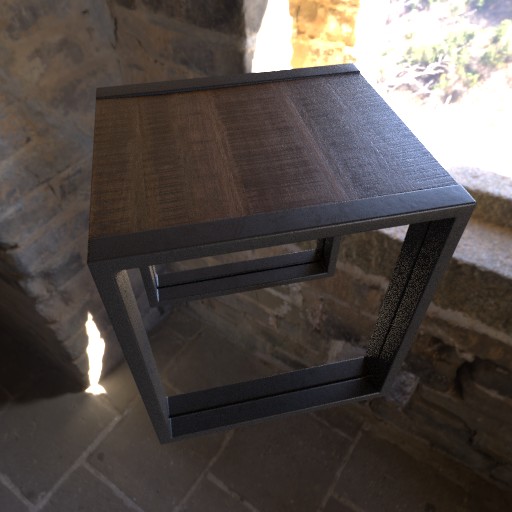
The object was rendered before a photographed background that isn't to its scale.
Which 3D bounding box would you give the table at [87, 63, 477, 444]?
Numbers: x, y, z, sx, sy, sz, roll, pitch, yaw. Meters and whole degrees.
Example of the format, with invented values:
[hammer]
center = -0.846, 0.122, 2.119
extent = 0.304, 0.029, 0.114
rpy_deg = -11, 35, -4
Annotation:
[table]
center = 0.000, 0.000, 0.896
extent = 0.500, 0.550, 0.449
rpy_deg = -9, 47, -9
